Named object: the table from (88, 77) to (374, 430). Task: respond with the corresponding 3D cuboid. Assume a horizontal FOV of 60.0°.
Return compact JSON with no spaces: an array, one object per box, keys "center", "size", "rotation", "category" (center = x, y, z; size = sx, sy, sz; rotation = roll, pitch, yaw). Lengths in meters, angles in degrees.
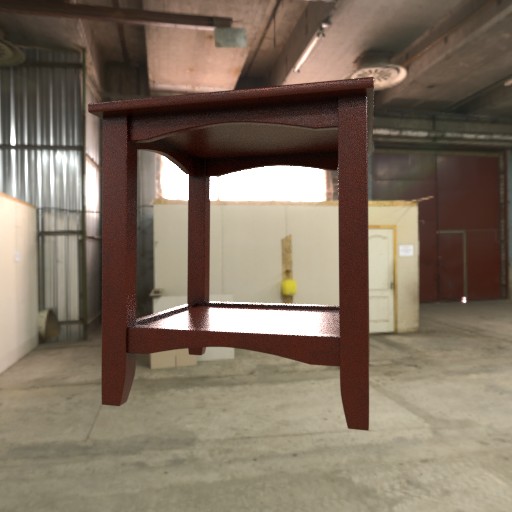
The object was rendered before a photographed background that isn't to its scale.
[{"center":[0.000,0.000,0.987],"size":[0.523,0.558,0.522],"rotation":[0,1,17],"category":"table"}]
